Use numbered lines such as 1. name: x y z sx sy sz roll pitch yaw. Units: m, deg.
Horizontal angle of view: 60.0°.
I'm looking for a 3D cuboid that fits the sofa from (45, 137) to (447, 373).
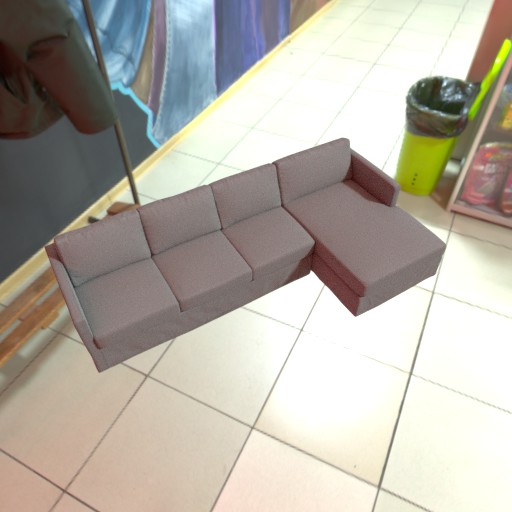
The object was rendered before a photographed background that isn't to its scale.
1. sofa: 0.000 0.000 3.968 3.177 0.867 1.622 -23 50 -21
